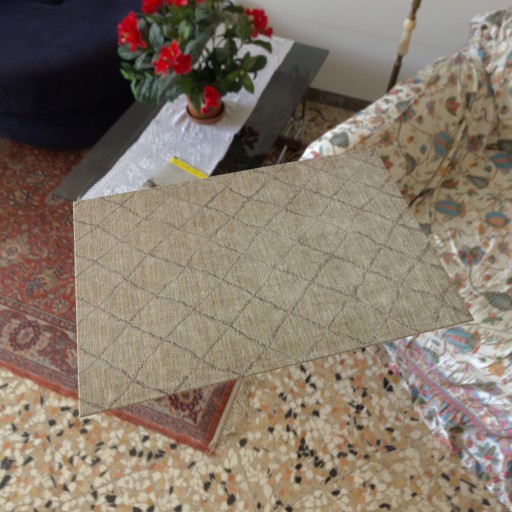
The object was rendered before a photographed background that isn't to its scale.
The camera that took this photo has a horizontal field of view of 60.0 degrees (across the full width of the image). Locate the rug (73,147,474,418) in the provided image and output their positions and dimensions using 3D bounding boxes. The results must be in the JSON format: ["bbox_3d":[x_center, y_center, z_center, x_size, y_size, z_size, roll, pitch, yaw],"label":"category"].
[{"bbox_3d":[0.000,0.000,2.878,2.280,0.015,1.521,-12,57,-8],"label":"rug"}]
